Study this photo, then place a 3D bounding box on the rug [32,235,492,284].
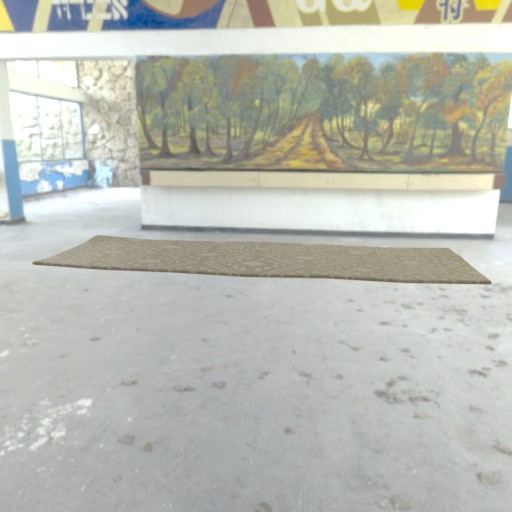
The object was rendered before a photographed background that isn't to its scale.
[{"bbox_3d":[0.000,0.000,2.702,2.452,0.051,0.752,2,14,7],"label":"rug"}]
